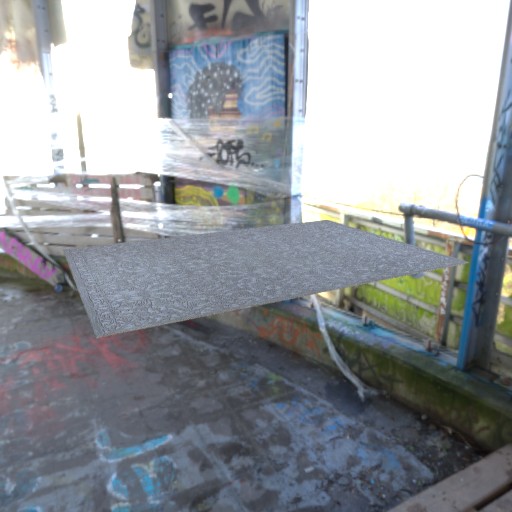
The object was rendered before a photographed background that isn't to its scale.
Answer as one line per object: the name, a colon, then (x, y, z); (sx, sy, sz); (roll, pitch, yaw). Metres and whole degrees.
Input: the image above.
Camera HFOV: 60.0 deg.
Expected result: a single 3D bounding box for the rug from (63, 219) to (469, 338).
rug: (0.000, 0.000, 2.391); (1.827, 0.006, 1.221); (-8, 18, -26)
